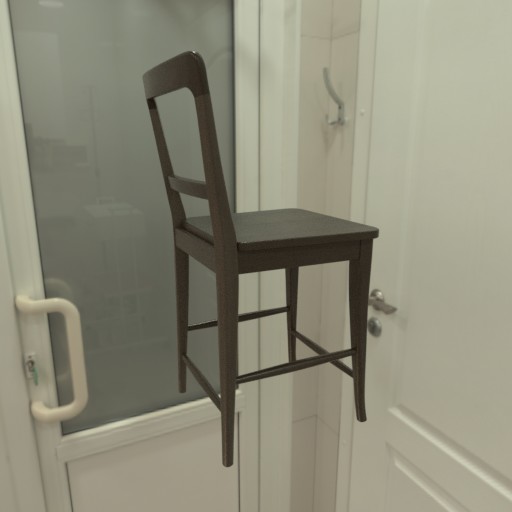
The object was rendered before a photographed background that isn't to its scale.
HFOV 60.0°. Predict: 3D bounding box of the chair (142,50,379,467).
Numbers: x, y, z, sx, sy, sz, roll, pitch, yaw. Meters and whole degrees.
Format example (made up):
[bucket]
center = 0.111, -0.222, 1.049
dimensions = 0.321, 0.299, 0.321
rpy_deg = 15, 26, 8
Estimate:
[chair]
center = 0.000, 0.000, 1.277
dimensions = 0.546, 0.991, 0.450
rpy_deg = -7, 16, -26
